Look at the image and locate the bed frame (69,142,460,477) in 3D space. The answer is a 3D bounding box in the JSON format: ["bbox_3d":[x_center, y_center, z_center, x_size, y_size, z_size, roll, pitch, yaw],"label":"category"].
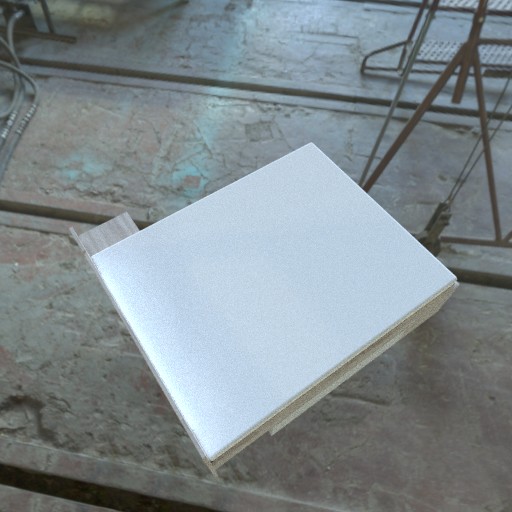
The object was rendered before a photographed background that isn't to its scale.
[{"bbox_3d":[0.000,0.000,3.255,2.050,0.860,2.040,-31,63,-18],"label":"bed frame"}]
